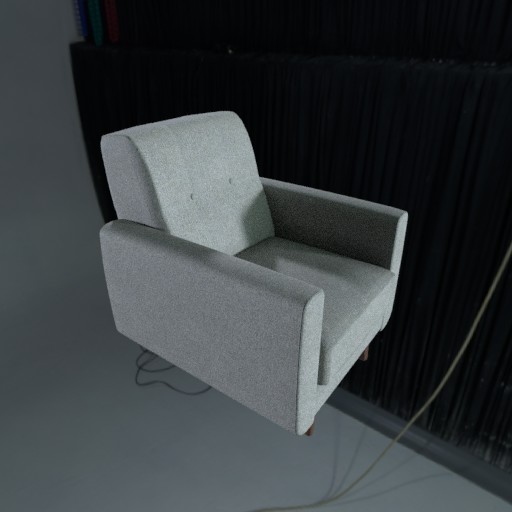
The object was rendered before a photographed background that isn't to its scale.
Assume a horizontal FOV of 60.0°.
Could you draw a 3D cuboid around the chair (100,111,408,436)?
[{"bbox_3d":[0.000,0.000,1.737,0.942,0.968,0.845,18,32,31],"label":"chair"}]
